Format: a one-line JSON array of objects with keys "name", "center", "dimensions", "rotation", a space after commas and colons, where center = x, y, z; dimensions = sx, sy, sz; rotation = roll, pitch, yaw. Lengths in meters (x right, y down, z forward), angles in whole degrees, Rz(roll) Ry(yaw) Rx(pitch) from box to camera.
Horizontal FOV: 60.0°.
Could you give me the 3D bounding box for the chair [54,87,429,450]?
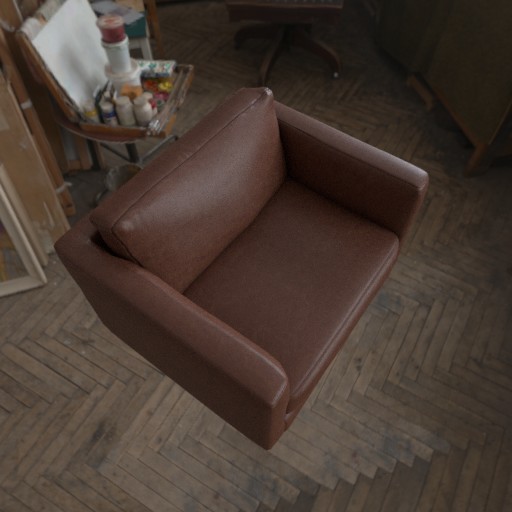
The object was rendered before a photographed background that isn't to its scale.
[{"name": "chair", "center": [0.000, 0.000, 1.829], "dimensions": [0.959, 0.917, 1.107], "rotation": [31, 62, 19]}]
